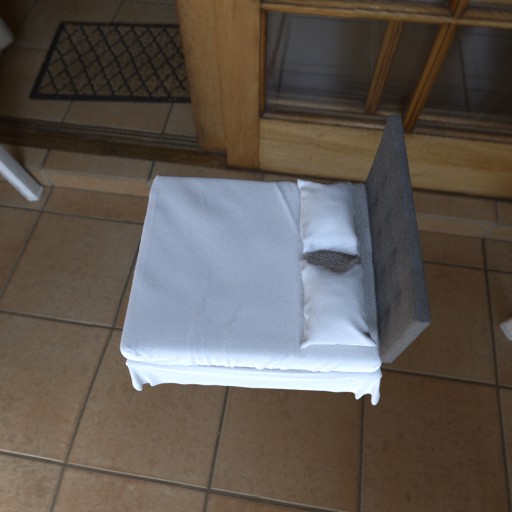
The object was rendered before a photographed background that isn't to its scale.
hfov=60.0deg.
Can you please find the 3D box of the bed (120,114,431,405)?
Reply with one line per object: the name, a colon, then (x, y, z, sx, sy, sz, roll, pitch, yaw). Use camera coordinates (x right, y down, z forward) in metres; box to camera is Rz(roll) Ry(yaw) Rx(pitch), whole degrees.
bed: (0.000, 0.000, 3.563, 2.222, 1.577, 1.936, 3, 61, 1)
